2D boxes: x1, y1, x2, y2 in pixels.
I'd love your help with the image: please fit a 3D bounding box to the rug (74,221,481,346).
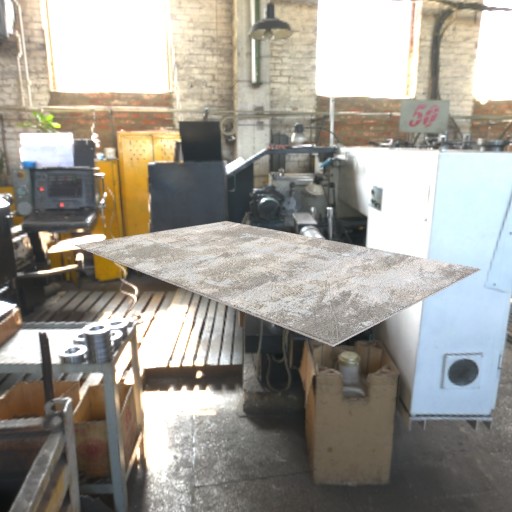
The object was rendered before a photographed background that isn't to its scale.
[{"bbox_3d":[0.000,0.000,3.074,1.536,0.012,2.431,-13,20,-43],"label":"rug"}]
